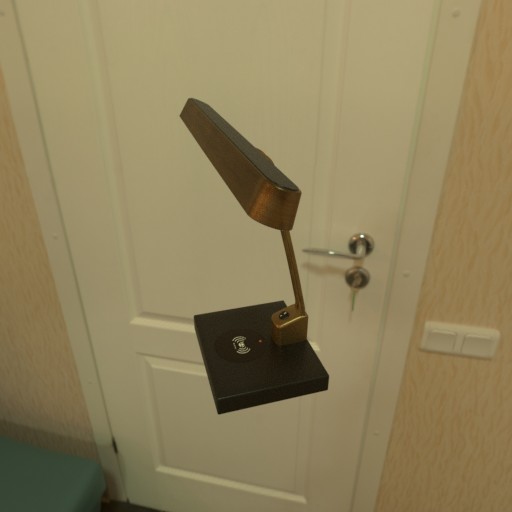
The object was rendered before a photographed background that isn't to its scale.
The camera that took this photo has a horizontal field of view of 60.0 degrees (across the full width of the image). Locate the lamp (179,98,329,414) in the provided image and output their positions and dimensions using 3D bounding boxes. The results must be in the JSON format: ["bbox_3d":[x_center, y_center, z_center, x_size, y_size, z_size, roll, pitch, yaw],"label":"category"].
[{"bbox_3d":[0.000,0.000,0.585,0.156,0.345,0.412,-8,30,-14],"label":"lamp"}]
